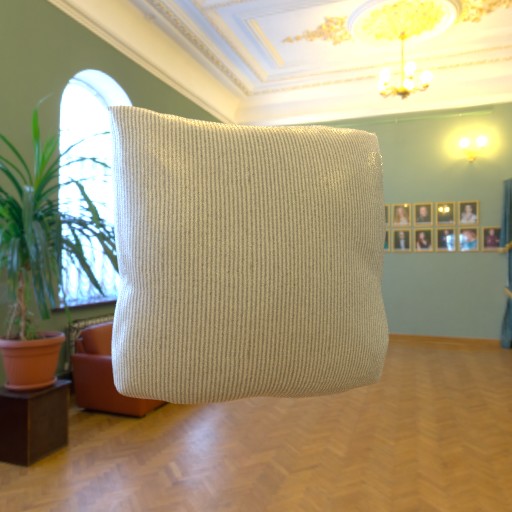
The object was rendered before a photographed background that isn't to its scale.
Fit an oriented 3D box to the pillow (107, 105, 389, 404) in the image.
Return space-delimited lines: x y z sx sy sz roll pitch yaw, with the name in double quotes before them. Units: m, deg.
"pillow" 0.000 0.000 0.681 0.387 0.432 0.310 0 -1 18
